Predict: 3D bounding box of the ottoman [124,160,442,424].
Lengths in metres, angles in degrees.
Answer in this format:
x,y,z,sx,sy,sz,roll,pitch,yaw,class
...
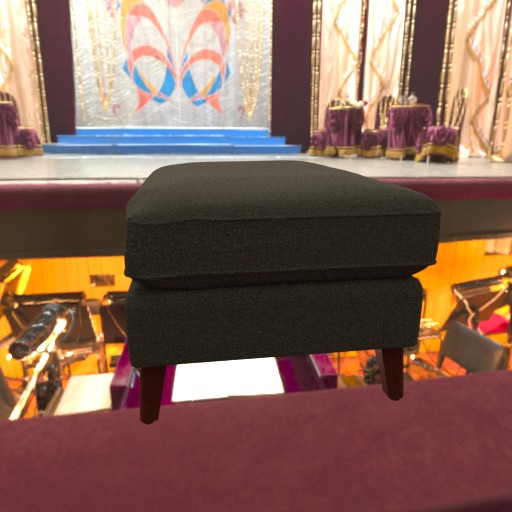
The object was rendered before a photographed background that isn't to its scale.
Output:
x,y,z,sx,sy,sz,roll,pitch,yaw,class
0.000,0.000,1.259,0.629,0.503,0.835,-2,16,-9,ottoman
